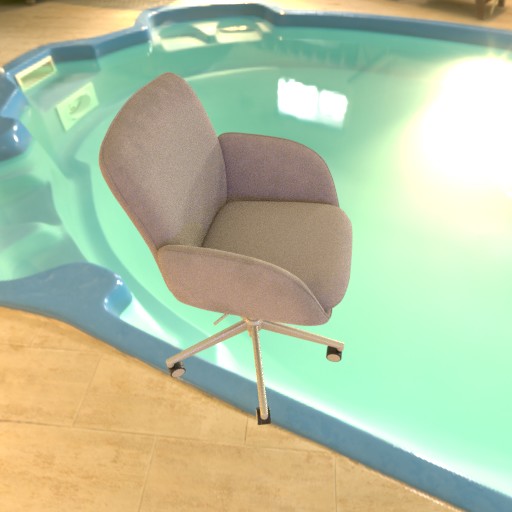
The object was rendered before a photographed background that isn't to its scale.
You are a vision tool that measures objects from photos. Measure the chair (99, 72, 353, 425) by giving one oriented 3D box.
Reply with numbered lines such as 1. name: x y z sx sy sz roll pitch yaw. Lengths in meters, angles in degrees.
1. chair: 0.000 0.000 1.373 0.654 0.959 0.648 8 46 8
